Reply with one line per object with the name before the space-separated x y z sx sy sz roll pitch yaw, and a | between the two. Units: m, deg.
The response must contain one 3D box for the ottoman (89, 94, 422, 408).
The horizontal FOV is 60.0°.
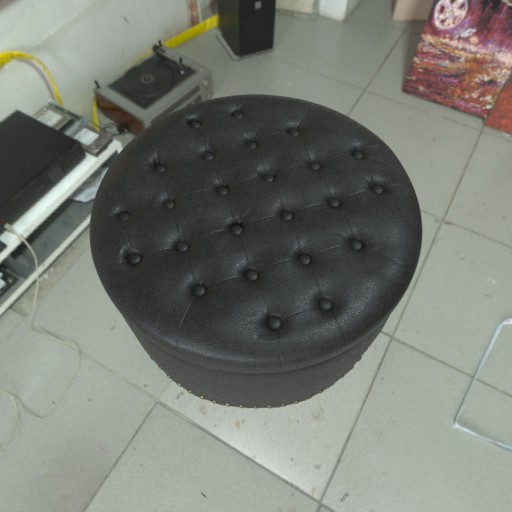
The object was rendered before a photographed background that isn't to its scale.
ottoman | 0.000 0.000 1.019 0.637 0.442 0.637 0 59 0
